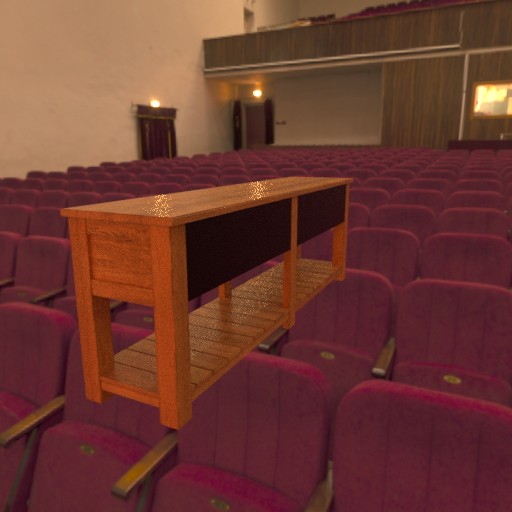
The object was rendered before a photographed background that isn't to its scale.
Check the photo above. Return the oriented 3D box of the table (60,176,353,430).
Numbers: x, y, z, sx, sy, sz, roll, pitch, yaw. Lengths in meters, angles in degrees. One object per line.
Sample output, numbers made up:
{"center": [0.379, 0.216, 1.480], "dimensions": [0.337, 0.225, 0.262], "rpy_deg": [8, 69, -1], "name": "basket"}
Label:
{"center": [0.000, 0.000, 2.094], "dimensions": [0.425, 0.635, 1.815], "rpy_deg": [7, 15, 26], "name": "table"}
